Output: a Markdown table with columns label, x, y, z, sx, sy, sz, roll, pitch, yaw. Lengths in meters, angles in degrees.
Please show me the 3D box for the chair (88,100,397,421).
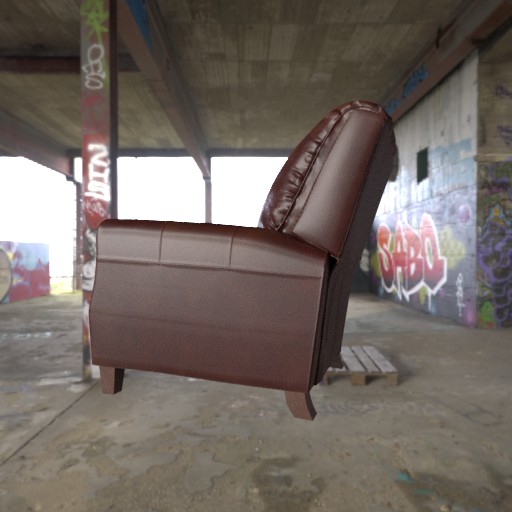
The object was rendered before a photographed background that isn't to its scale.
| label | x | y | z | sx | sy | sz | roll | pitch | yaw |
| --- | --- | --- | --- | --- | --- | --- | --- | --- | --- |
| chair | 0.000 | 0.000 | 1.811 | 1.089 | 1.022 | 0.826 | 0 | 0 | 19 |
